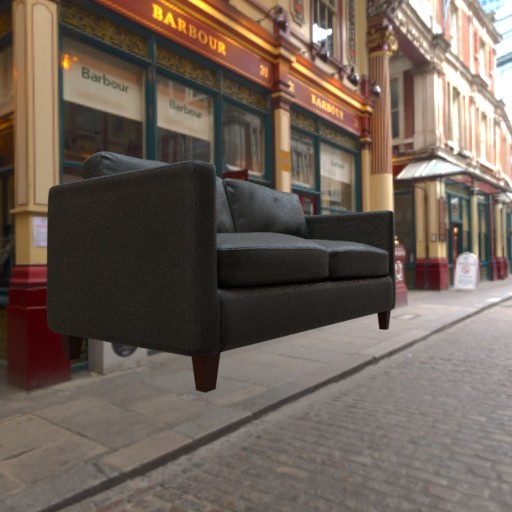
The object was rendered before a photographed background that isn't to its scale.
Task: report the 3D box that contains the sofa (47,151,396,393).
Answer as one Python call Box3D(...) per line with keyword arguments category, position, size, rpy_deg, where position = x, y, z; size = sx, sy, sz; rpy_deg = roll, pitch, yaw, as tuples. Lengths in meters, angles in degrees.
Box3D(category="sofa", position=(0.000, 0.000, 2.421), size=(0.951, 0.933, 1.883), rpy_deg=(0, -1, 36))
